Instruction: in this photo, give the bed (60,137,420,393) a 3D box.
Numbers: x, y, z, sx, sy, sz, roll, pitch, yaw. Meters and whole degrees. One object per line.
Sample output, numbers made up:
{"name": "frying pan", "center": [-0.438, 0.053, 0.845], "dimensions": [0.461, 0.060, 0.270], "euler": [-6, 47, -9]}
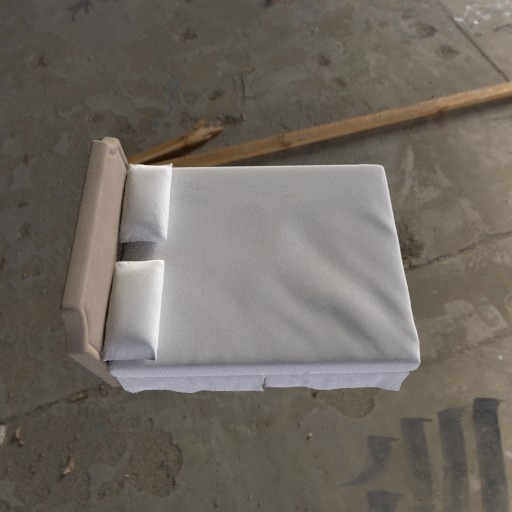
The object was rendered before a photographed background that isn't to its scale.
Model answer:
{"name": "bed", "center": [0.000, 0.000, 3.635], "dimensions": [2.498, 1.293, 1.977], "euler": [-1, 63, -1]}
